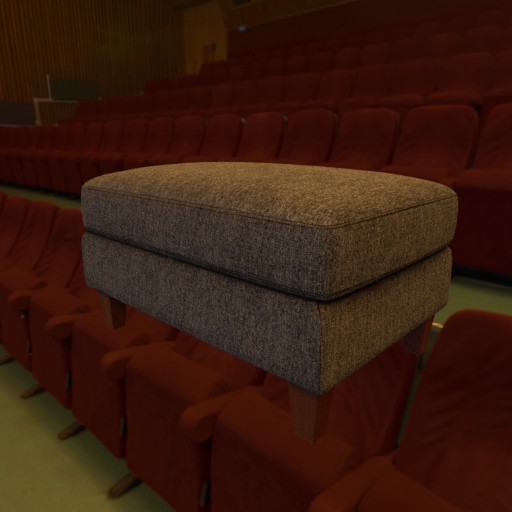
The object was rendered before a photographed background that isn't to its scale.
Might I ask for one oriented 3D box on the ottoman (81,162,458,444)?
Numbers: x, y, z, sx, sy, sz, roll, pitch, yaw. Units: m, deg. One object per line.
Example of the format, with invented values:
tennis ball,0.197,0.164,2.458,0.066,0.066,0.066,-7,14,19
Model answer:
ottoman,0.000,0.000,1.199,0.864,0.483,0.584,14,21,41
